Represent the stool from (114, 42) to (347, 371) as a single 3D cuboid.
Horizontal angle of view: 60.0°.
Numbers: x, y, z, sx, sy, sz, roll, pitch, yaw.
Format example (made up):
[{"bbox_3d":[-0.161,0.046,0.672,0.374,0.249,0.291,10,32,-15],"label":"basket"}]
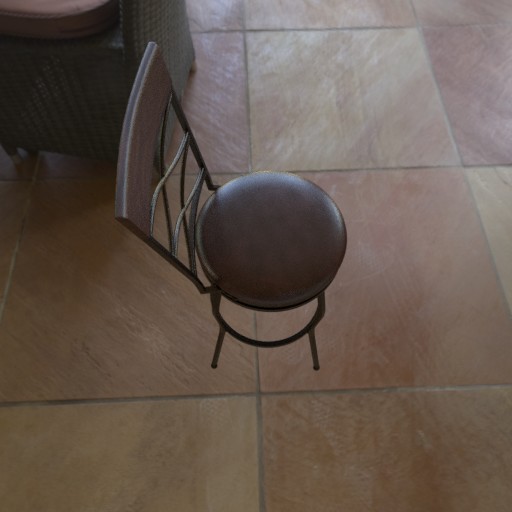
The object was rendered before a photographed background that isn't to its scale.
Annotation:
[{"bbox_3d":[0.000,0.000,1.351,0.513,1.130,0.448,1,63,0],"label":"stool"}]
